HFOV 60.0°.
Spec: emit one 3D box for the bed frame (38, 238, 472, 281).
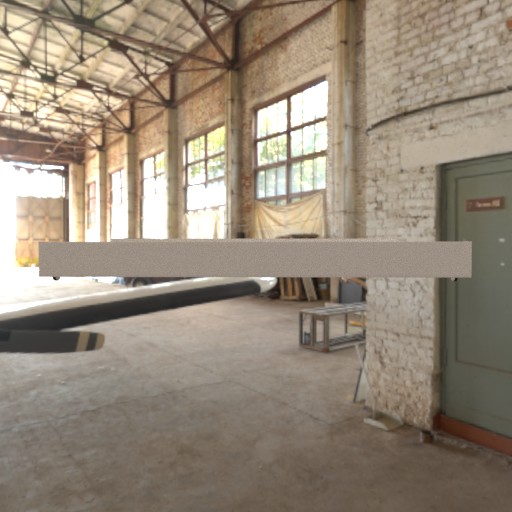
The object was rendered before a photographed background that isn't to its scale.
[{"bbox_3d":[0.000,0.000,1.624,1.300,0.141,0.670,0,1,1],"label":"bed frame"}]
